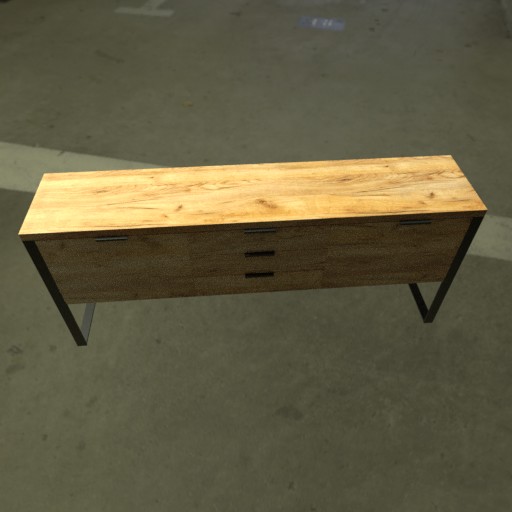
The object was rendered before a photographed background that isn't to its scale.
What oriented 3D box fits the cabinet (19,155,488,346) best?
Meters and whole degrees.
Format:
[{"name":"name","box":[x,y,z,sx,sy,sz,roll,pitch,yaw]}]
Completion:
[{"name":"cabinet","box":[0.000,0.000,2.097,1.800,0.762,0.395,-3,46,-3]}]
